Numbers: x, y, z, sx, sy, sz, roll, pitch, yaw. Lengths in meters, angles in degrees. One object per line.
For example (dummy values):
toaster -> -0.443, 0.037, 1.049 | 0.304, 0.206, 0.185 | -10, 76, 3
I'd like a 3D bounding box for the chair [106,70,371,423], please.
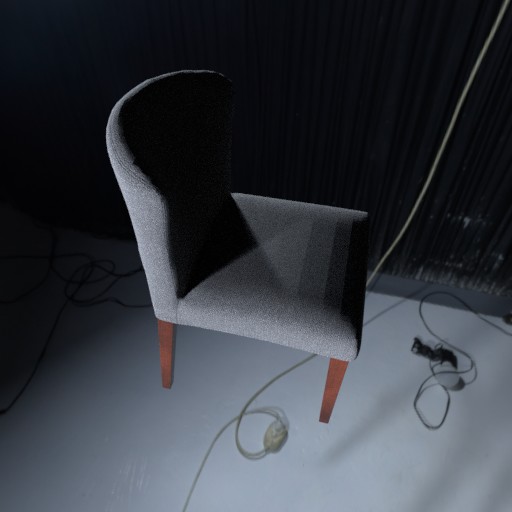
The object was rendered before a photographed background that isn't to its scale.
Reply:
chair -> 0.000, 0.000, 1.186 | 0.589, 0.839, 0.491 | 10, 46, 9
